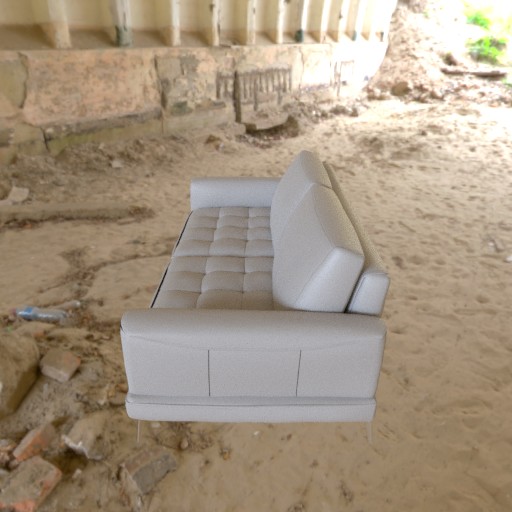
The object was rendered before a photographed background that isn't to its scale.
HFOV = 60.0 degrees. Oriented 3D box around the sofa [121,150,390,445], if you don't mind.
[{"bbox_3d":[0.000,0.000,2.717,1.121,0.930,2.177,0,26,1],"label":"sofa"}]
